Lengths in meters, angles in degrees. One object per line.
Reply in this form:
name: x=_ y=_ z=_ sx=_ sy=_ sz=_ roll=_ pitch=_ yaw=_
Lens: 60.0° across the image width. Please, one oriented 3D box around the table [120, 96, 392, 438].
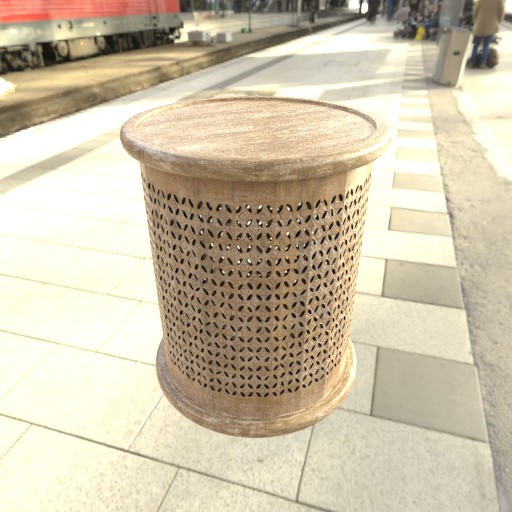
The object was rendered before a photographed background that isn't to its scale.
table: x=0.000 y=0.000 z=0.800 sx=0.407 sy=0.482 sz=0.407 roll=0 pitch=30 yaw=0
